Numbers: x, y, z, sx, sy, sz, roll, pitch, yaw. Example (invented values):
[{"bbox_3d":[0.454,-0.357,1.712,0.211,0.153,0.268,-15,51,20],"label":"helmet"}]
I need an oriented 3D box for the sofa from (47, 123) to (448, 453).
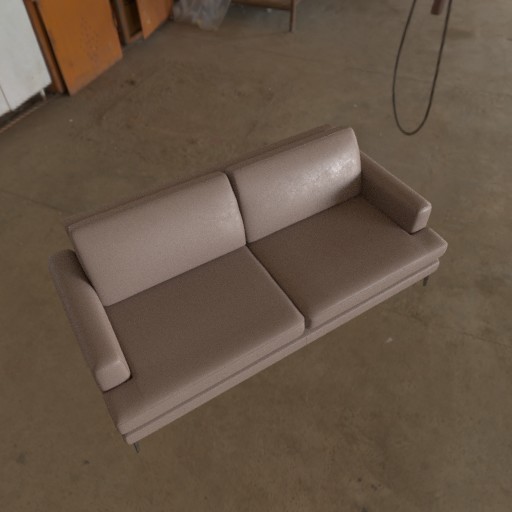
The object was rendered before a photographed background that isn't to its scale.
[{"bbox_3d":[0.000,0.000,2.377,1.940,0.765,0.974,-25,53,-21],"label":"sofa"}]
